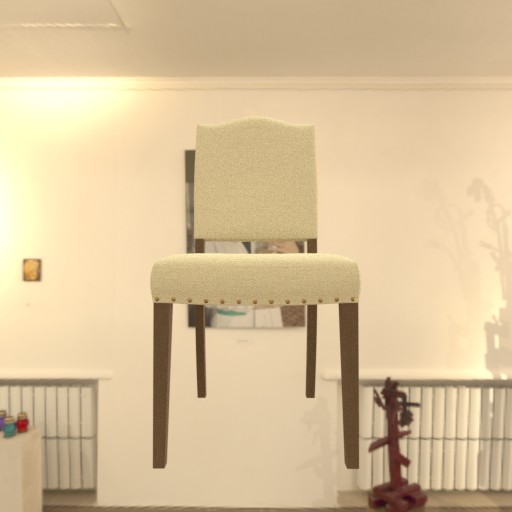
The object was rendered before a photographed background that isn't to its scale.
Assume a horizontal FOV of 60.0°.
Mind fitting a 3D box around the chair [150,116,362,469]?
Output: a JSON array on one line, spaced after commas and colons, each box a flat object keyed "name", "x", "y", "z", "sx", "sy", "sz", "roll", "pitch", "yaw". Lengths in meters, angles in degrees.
[{"name": "chair", "x": 0.000, "y": 0.000, "z": 1.355, "sx": 0.508, "sy": 1.015, "sz": 0.619, "roll": 0, "pitch": 1, "yaw": 0}]
